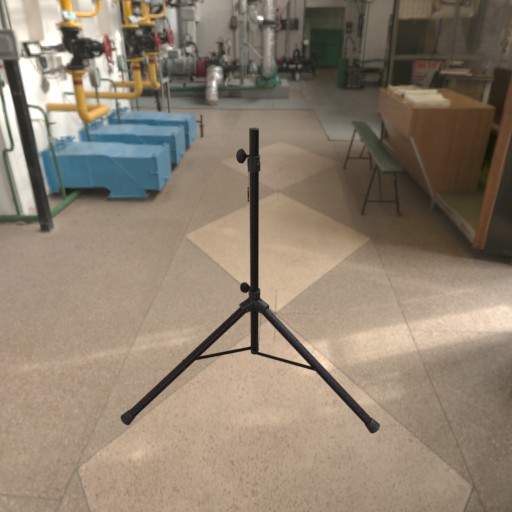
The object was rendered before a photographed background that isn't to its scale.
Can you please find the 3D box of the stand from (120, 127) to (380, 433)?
[{"bbox_3d":[0.000,0.000,1.898,1.045,1.136,0.907,2,28,4],"label":"stand"}]
